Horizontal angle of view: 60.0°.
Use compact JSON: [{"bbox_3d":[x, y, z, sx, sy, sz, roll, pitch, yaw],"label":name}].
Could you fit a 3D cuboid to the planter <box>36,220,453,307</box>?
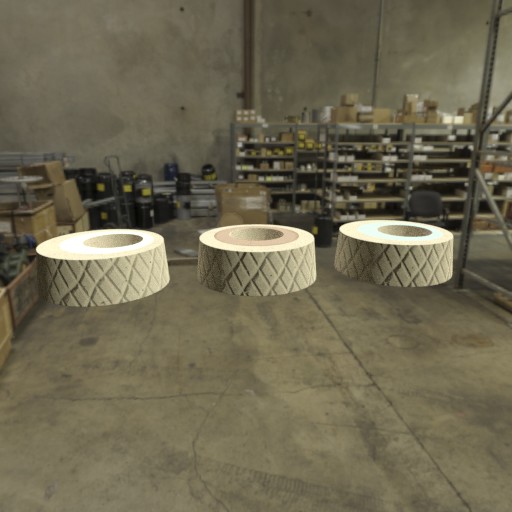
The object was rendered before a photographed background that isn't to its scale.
[{"bbox_3d":[0.000,0.000,0.420,0.390,0.038,0.114,-3,17,-9],"label":"planter"}]
